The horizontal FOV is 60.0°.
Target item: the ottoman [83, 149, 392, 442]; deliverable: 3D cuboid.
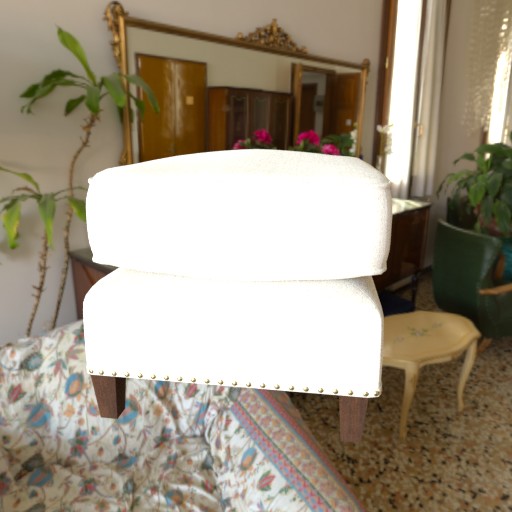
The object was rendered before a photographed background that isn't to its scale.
[{"bbox_3d":[0.000,0.000,1.144,0.589,0.537,0.738,2,15,8],"label":"ottoman"}]
